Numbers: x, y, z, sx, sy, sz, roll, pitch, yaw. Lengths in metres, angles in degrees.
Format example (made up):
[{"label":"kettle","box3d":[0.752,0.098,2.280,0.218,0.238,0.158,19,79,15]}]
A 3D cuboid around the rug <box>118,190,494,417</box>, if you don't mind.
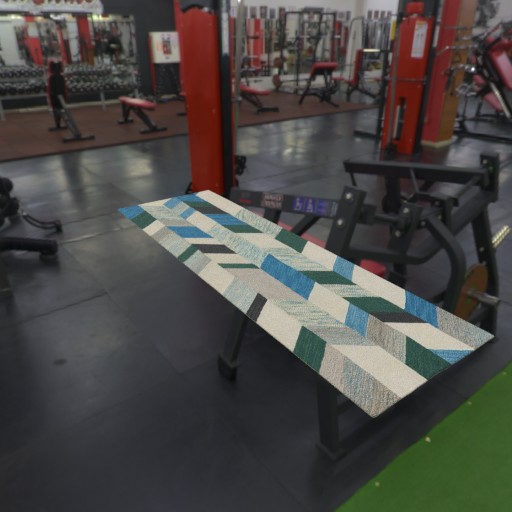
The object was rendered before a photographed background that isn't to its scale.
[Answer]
[{"label":"rug","box3d":[0.000,0.000,2.566,0.774,0.008,2.437,-18,31,-31]}]
